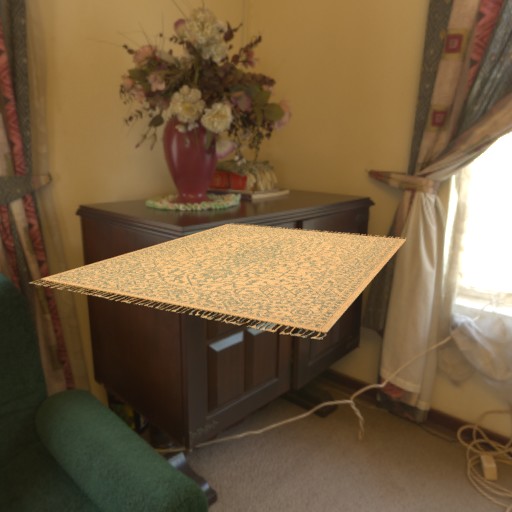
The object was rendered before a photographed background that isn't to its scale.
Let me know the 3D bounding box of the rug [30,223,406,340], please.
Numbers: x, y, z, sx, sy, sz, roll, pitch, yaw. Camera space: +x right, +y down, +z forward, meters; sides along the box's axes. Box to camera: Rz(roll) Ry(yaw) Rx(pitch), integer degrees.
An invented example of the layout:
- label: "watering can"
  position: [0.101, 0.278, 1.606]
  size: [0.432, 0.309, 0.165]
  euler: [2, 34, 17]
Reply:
- label: "rug"
  position: [0.000, 0.000, 4.438]
  size: [2.464, 0.010, 3.327]
  euler: [7, 15, 26]
